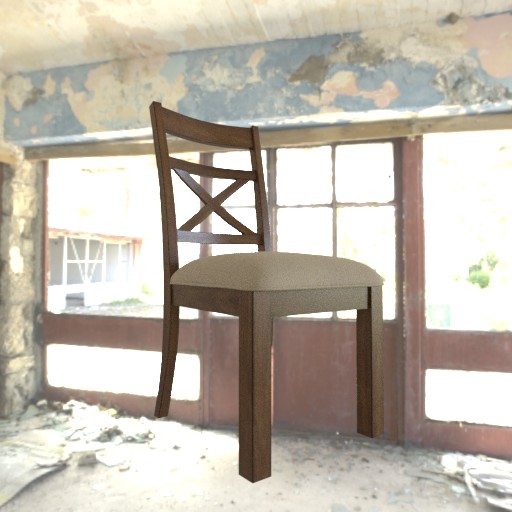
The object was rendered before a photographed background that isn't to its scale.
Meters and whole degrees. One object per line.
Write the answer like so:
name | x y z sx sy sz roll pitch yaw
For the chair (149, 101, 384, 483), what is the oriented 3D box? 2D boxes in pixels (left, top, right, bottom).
chair | 0.000 0.000 1.269 0.461 0.949 0.581 1 -2 -38
